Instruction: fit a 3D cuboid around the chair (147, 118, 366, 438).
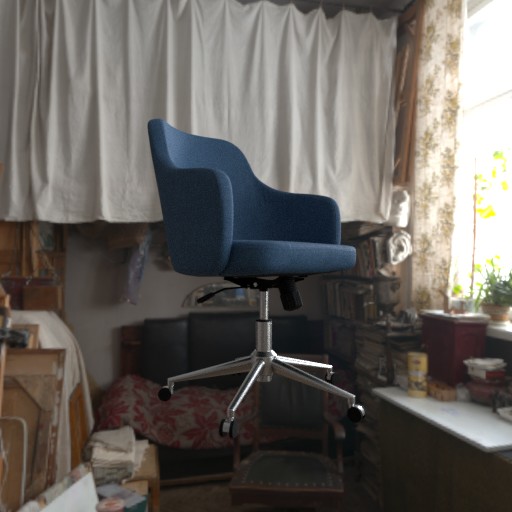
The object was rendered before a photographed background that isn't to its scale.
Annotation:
[{"bbox_3d":[0.000,0.000,1.284,0.655,0.820,0.599,0,-1,36],"label":"chair"}]
